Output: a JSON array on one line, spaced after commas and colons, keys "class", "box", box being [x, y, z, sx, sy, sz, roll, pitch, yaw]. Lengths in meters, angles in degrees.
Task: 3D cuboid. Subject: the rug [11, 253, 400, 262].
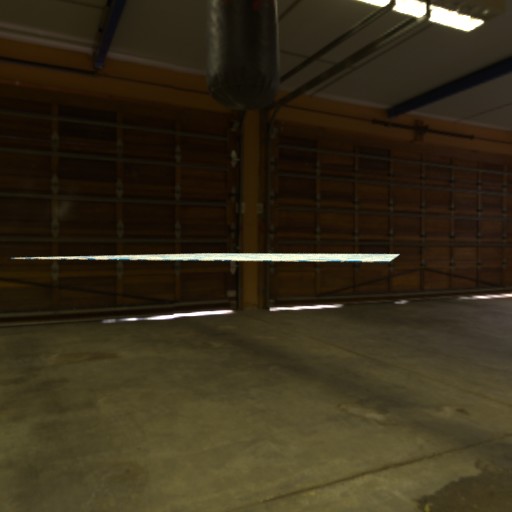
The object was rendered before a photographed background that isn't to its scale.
[{"class": "rug", "box": [0.000, 0.000, 3.991, 2.435, 0.007, 3.007, 0, 1, 19]}]
